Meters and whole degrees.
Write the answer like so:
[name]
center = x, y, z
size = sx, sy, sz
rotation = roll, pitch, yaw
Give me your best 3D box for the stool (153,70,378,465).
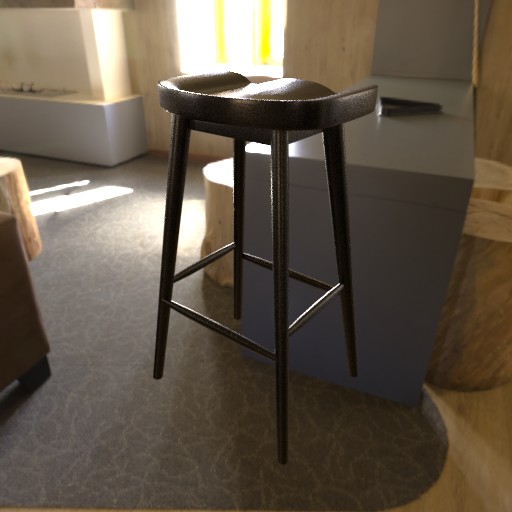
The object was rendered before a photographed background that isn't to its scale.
[stool]
center = 0.000, 0.000, 1.026
size = 0.440, 0.749, 0.361
rotation = 21, 35, 33
